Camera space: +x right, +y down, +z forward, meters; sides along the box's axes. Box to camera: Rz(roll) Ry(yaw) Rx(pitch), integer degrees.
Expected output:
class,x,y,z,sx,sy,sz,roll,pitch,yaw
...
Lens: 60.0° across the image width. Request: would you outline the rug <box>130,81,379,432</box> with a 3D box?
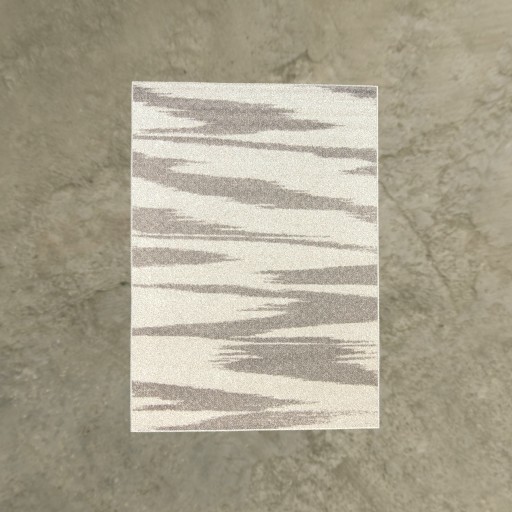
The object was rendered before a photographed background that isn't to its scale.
class,x,y,z,sx,sy,sz,roll,pitch,yaw
rug,0.000,0.000,2.733,1.533,0.010,2.142,0,89,-2
